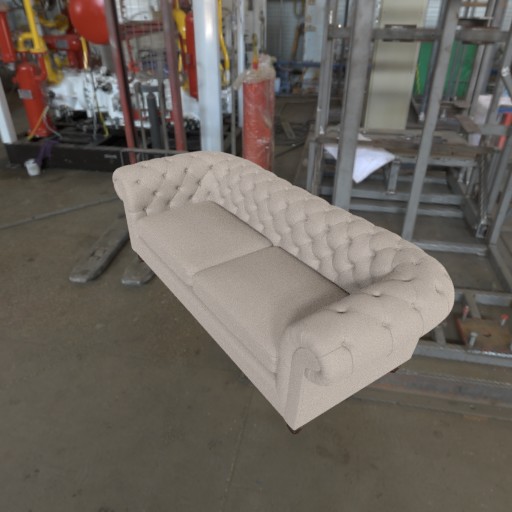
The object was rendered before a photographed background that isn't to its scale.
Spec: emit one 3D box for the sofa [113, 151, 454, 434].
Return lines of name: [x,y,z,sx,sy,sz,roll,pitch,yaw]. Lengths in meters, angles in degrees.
sofa: [0.000,0.000,2.824,0.991,0.749,2.411,-20,37,-29]
